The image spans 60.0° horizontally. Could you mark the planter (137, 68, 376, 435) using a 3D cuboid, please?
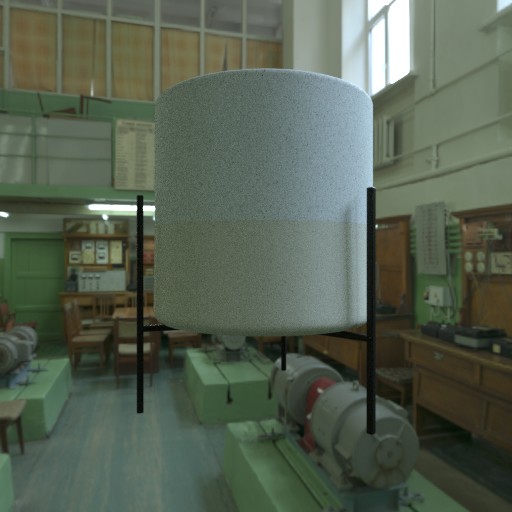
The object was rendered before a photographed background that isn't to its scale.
[{"bbox_3d":[0.000,0.000,0.644,0.335,0.423,0.313,0,0,-17],"label":"planter"}]
